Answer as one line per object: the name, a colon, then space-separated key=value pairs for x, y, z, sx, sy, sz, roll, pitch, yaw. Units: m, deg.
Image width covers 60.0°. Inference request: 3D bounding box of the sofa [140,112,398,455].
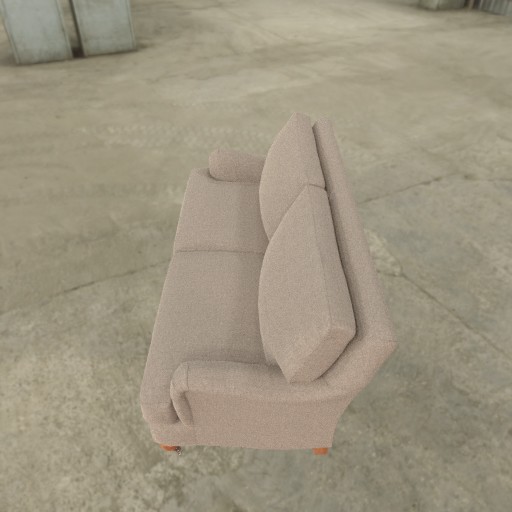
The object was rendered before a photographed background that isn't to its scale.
sofa: x=0.000 y=0.000 z=2.762 sx=1.087 sy=1.054 sz=2.160 roll=0 pitch=40 yaw=0
